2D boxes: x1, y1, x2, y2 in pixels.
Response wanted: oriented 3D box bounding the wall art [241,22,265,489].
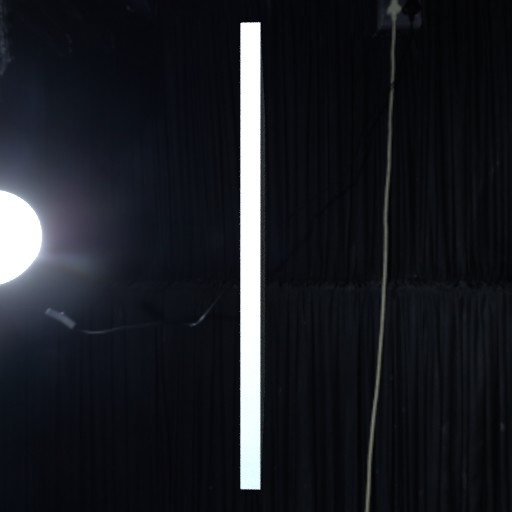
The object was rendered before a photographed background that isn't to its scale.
[{"bbox_3d":[0.000,0.000,1.175,0.039,0.915,0.612,0,0,2],"label":"wall art"}]
